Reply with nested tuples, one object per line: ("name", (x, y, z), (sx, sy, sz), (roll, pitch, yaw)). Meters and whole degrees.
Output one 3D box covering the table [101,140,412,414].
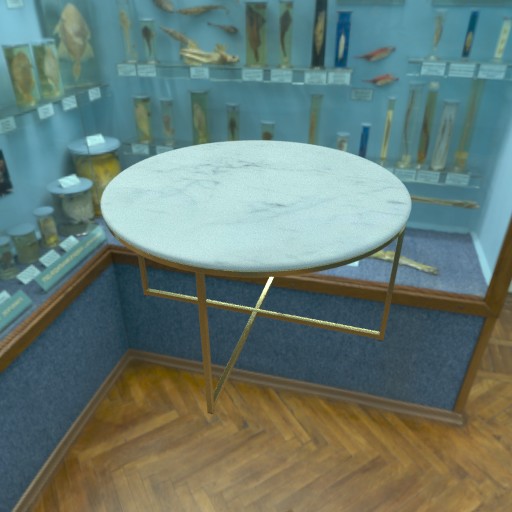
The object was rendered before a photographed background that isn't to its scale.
("table", (0.000, 0.000, 1.305), (0.800, 0.450, 0.800), (0, 32, 0))
